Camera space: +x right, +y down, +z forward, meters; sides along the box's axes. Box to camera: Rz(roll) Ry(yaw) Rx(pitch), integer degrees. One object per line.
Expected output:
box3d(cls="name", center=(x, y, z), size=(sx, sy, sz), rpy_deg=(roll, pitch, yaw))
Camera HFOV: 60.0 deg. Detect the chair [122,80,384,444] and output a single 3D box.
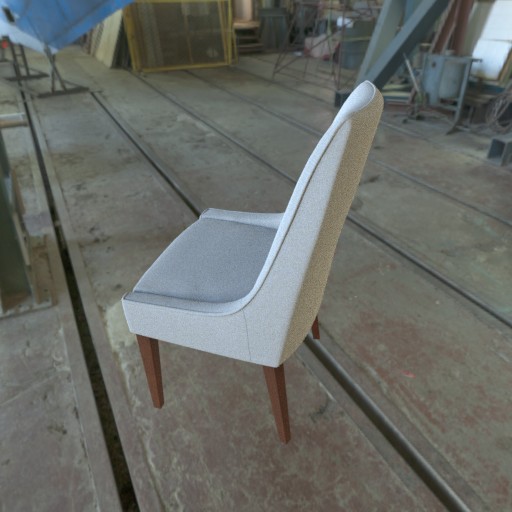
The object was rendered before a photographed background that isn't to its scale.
box3d(cls="chair", center=(0.000, 0.000, 1.189), size=(0.544, 0.861, 0.529), rpy_deg=(10, 33, 15))
